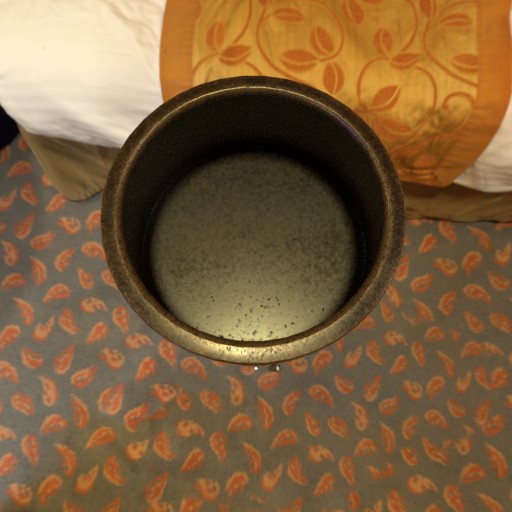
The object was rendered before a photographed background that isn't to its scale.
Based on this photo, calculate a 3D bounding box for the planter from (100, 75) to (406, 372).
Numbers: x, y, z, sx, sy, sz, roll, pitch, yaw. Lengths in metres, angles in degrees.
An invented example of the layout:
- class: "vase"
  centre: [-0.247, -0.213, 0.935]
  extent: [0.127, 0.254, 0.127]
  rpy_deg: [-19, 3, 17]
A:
- class: "planter"
  centre: [0.000, 0.000, 0.718]
  extent: [0.354, 0.465, 0.345]
  rpy_deg: [-40, 79, -9]
